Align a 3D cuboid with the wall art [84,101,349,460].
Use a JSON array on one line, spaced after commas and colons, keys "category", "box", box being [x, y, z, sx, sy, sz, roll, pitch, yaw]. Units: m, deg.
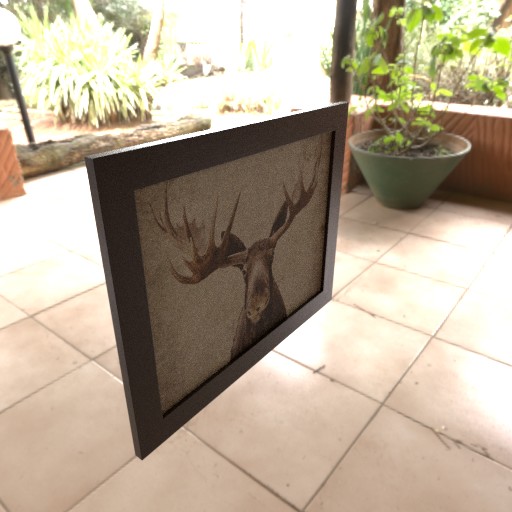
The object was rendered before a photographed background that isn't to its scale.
[{"category": "wall art", "box": [0.000, 0.000, 1.616, 0.034, 0.952, 1.207, 19, 32, 33]}]
